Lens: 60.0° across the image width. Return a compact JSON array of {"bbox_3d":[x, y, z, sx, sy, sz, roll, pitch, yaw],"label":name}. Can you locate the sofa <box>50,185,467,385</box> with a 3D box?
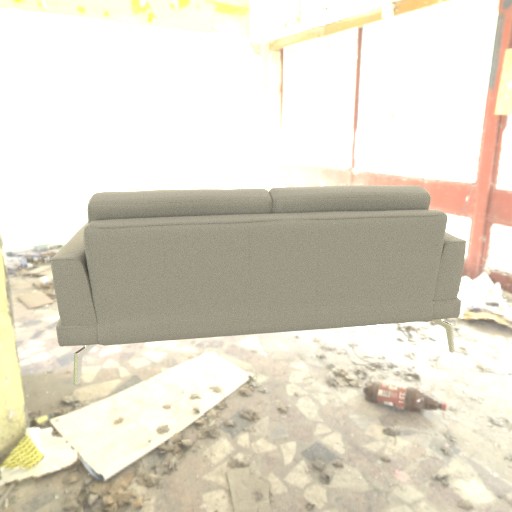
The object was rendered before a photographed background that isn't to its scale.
[{"bbox_3d":[0.000,0.000,2.732,2.177,0.930,1.121,-3,16,-9],"label":"sofa"}]
